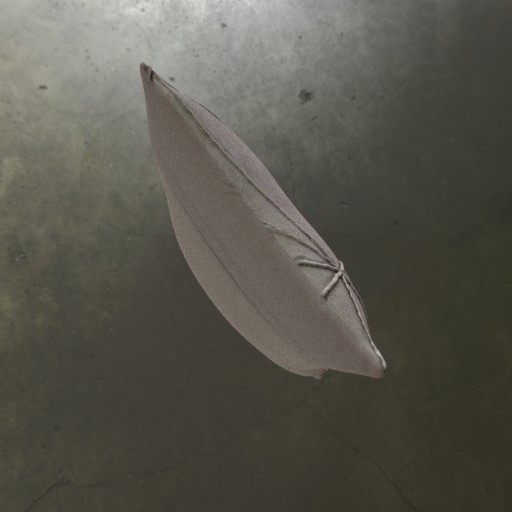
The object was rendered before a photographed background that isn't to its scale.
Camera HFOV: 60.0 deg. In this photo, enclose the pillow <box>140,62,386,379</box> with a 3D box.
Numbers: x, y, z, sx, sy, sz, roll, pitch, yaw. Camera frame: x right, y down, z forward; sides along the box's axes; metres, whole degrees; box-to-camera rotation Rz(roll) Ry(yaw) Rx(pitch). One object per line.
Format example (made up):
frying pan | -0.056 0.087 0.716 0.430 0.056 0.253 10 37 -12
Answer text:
pillow | 0.000 0.000 0.667 0.185 0.440 0.439 -35 78 -8
